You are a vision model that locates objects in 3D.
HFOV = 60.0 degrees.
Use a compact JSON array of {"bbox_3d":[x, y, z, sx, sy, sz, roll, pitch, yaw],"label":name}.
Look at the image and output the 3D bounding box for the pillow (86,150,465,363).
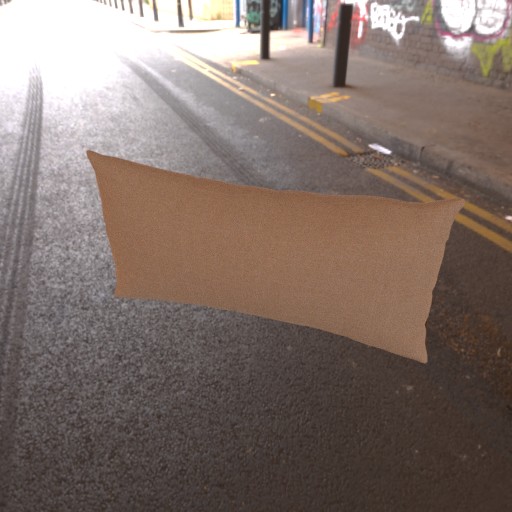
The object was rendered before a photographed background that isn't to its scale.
[{"bbox_3d":[0.000,0.000,0.754,0.612,0.308,0.148,10,33,15],"label":"pillow"}]
